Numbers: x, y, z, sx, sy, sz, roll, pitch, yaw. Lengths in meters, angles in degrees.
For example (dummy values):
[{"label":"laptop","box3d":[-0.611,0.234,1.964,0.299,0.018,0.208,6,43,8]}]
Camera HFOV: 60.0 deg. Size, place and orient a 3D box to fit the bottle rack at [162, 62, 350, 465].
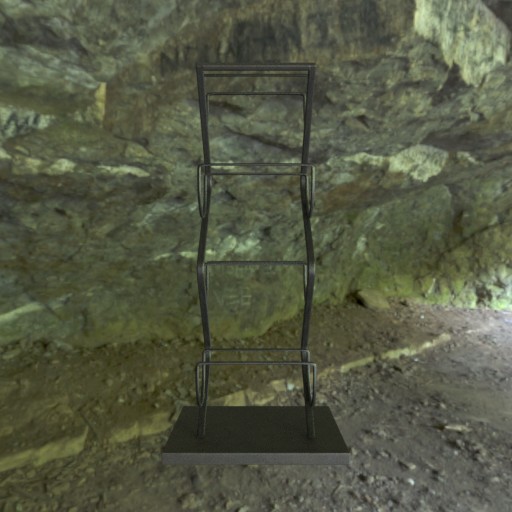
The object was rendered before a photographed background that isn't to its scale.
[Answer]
[{"label":"bottle rack","box3d":[0.000,0.000,0.679,0.254,0.559,0.178,0,1,0]}]
